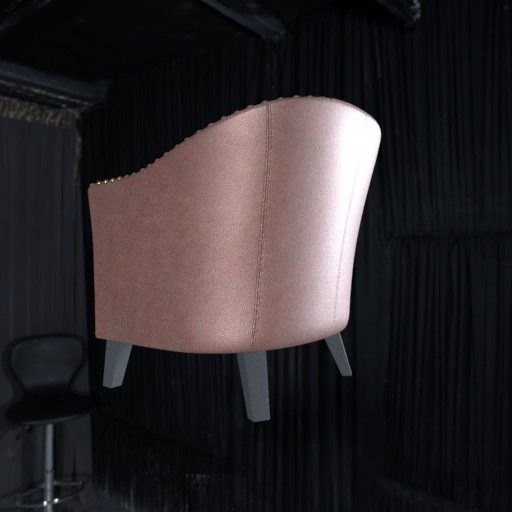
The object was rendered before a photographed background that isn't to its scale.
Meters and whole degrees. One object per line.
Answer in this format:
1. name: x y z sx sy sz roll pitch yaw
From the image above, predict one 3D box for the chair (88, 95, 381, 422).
1. chair: 0.000 0.000 1.446 0.748 0.823 0.794 1 1 37
